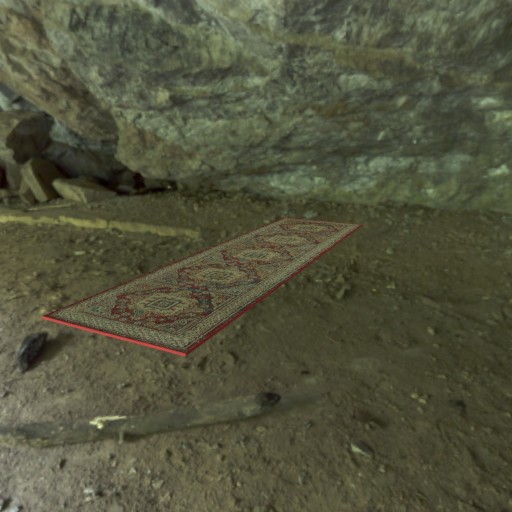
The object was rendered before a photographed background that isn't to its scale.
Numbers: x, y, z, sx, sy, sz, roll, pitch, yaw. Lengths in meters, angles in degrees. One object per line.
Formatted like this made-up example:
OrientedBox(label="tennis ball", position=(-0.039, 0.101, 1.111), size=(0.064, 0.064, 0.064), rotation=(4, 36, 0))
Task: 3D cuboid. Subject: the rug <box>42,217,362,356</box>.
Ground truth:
OrientedBox(label="rug", position=(0.000, 0.000, 2.516), size=(0.659, 0.015, 2.292), rotation=(8, 17, 26))
